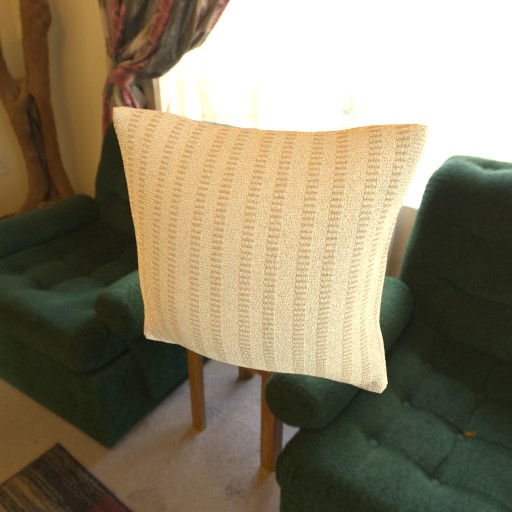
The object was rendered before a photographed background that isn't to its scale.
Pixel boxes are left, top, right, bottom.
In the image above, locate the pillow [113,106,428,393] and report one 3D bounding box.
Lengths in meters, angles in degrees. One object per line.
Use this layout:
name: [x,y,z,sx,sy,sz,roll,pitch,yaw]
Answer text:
pillow: [0.000,0.000,0.674,0.438,0.419,0.247,9,29,17]
